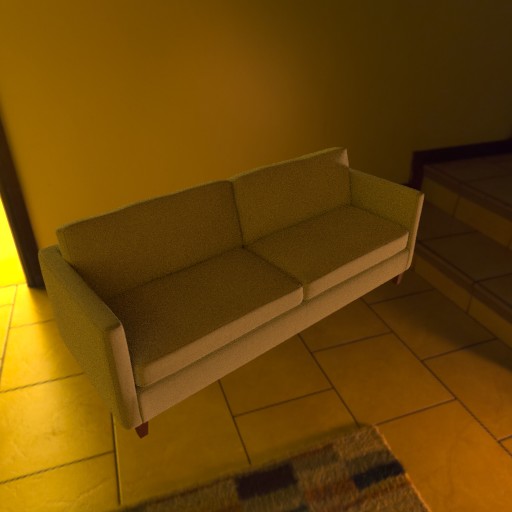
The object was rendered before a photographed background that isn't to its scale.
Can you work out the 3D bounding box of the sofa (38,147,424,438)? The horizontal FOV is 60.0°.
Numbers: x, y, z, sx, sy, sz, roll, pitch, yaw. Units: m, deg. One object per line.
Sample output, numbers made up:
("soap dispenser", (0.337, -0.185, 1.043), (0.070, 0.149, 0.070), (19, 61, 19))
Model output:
("sofa", (0.000, 0.000, 2.953), (2.434, 0.965, 0.948), (-23, 37, -33))
